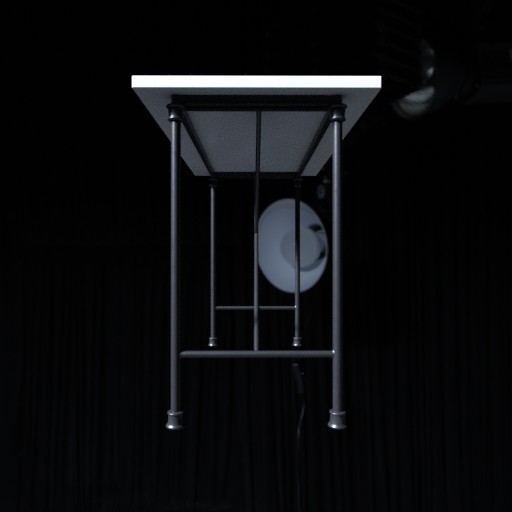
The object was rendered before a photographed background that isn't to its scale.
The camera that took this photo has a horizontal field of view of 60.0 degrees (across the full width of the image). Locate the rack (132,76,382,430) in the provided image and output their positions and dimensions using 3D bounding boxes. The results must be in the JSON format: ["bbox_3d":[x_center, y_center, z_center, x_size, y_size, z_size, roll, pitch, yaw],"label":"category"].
[{"bbox_3d":[0.000,0.000,1.664,0.613,0.880,1.159,0,0,0],"label":"rack"}]
